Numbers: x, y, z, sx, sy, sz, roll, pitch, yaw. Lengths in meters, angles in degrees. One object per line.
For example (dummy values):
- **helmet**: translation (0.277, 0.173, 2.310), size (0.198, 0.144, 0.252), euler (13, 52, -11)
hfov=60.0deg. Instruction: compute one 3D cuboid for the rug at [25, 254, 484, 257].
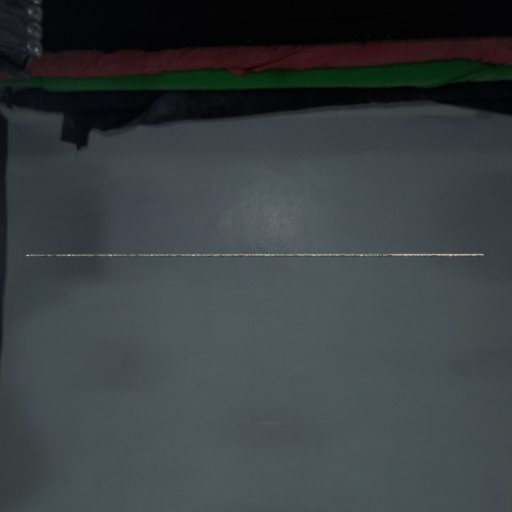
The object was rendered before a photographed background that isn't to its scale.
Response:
- **rug**: translation (0.000, 0.000, 3.969), size (2.932, 0.015, 2.315), euler (0, 0, 1)
